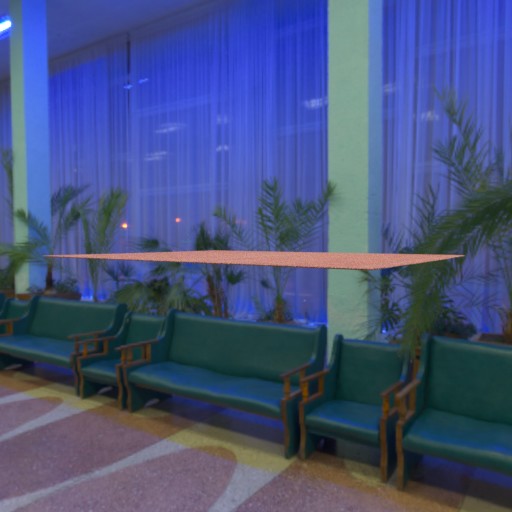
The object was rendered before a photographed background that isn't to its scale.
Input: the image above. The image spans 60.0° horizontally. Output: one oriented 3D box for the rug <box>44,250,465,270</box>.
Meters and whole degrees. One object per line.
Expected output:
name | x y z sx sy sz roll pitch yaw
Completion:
rug | 0.000 0.000 2.754 2.112 0.009 1.594 2 3 36
